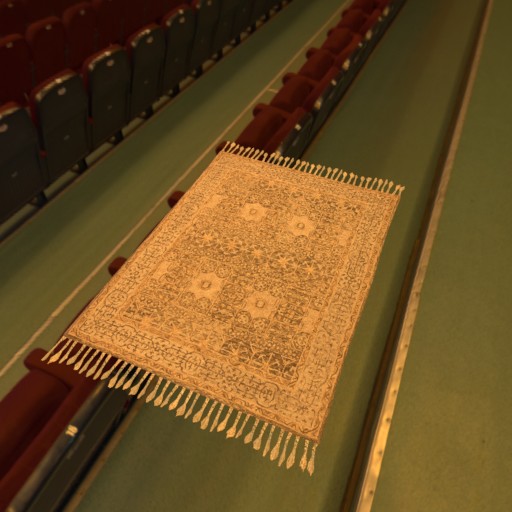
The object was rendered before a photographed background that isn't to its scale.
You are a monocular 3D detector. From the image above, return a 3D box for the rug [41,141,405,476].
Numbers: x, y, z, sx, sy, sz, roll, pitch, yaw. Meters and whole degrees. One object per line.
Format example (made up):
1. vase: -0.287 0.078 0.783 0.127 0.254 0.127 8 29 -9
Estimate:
1. rug: 0.000 0.000 3.072 1.619 0.023 2.465 18 49 16
